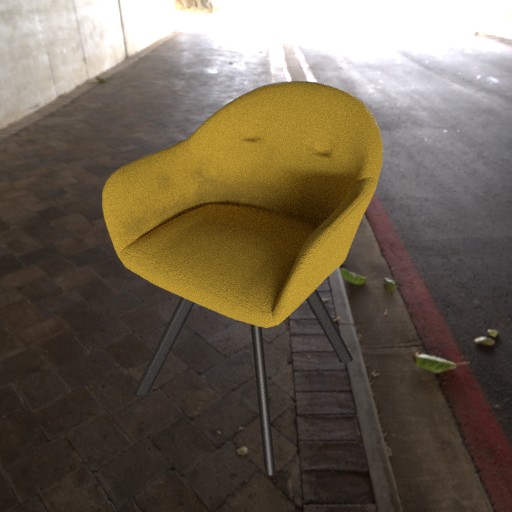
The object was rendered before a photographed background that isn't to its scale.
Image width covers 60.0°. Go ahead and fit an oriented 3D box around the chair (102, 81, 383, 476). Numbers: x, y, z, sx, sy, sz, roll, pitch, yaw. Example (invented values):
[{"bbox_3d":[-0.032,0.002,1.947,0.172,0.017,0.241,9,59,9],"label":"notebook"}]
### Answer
[{"bbox_3d":[0.000,0.000,1.142,0.545,0.775,0.565,19,36,28],"label":"chair"}]
